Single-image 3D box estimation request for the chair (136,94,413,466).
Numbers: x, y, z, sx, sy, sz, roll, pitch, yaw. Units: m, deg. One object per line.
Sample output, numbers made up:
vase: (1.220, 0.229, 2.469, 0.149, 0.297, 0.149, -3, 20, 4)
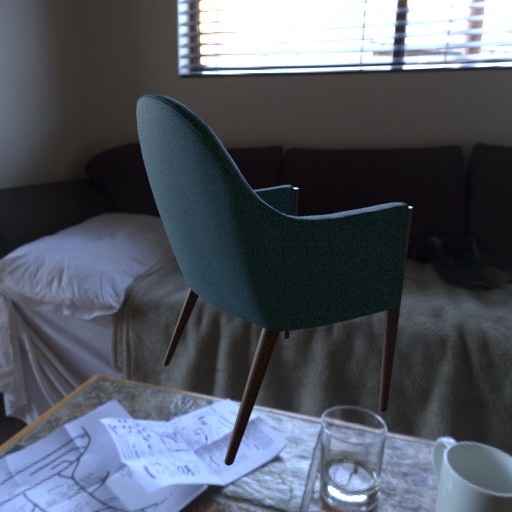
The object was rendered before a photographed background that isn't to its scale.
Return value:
chair: (0.000, 0.000, 1.362, 0.652, 0.907, 0.656, -7, 16, -26)
